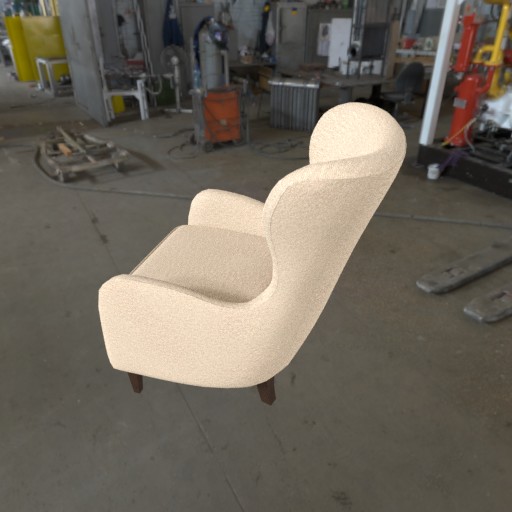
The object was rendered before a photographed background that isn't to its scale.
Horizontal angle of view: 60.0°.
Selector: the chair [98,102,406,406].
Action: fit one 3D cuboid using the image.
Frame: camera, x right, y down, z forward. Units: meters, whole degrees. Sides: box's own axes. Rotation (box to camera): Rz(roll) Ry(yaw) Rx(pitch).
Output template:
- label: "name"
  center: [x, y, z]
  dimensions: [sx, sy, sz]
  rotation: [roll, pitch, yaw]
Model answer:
- label: "chair"
  center: [0.000, 0.000, 1.756]
  dimensions: [0.984, 1.064, 0.861]
  rotation: [8, 31, 14]
